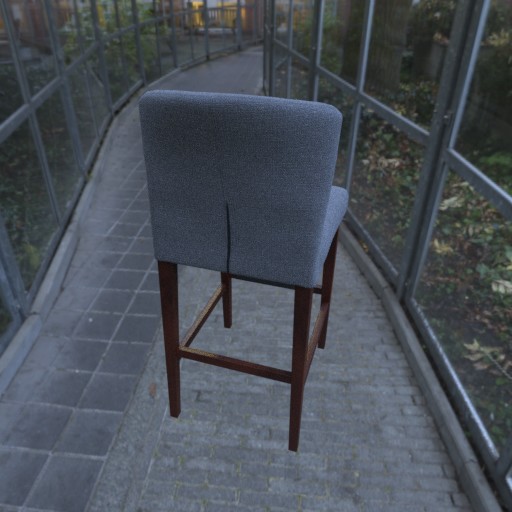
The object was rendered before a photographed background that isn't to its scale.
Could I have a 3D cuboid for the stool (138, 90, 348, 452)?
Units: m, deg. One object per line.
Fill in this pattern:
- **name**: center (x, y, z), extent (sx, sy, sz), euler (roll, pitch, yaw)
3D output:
- **stool**: center (0.000, 0.000, 1.382), extent (0.486, 1.069, 0.568), euler (10, 33, 15)
